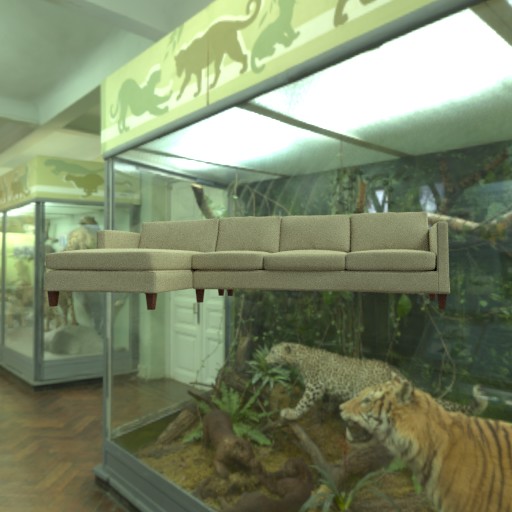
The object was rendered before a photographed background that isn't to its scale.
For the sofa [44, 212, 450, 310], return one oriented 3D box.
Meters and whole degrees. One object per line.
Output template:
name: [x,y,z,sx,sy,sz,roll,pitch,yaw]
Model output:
sofa: [0.000,0.000,3.972,3.186,0.846,1.625,0,-1,17]
